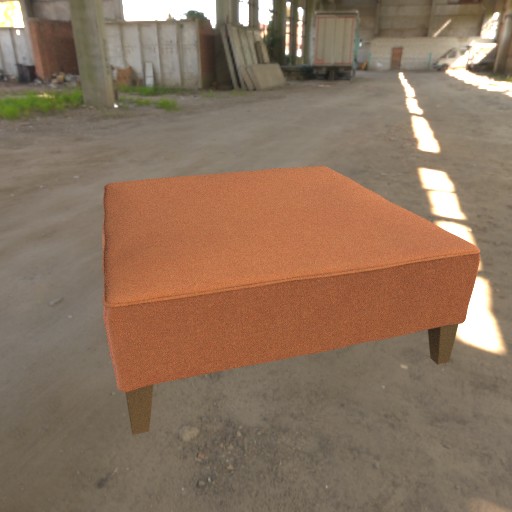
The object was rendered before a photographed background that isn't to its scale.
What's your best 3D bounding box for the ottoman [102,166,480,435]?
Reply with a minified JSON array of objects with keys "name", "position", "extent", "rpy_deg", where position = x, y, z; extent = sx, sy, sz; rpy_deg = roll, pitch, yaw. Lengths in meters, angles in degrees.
[{"name":"ottoman","position":[0.000,0.000,1.558],"extent":[0.997,0.438,0.999],"rpy_deg":[-8,26,-16]}]
